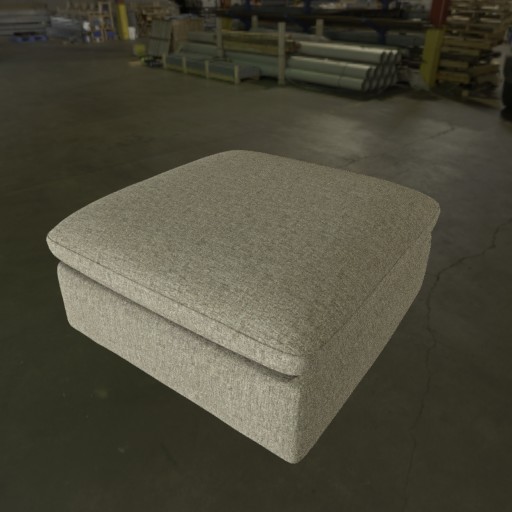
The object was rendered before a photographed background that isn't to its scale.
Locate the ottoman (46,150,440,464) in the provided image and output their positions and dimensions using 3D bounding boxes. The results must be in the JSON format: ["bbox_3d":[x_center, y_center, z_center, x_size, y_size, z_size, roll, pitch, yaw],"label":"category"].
[{"bbox_3d":[0.000,0.000,1.622,1.035,0.526,1.039,20,37,30],"label":"ottoman"}]
